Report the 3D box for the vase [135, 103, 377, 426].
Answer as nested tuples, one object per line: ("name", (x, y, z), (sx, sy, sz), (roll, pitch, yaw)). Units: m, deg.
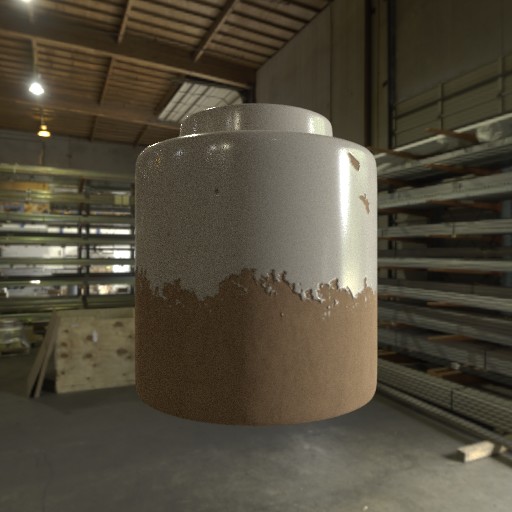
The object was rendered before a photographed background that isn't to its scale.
("vase", (0.000, 0.000, 0.290), (0.153, 0.167, 0.153), (0, 0, 0))
